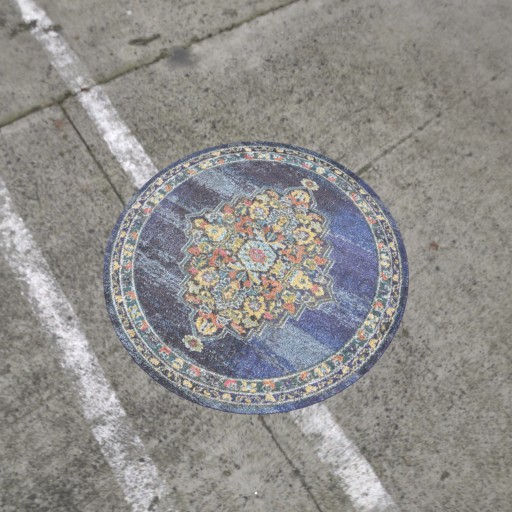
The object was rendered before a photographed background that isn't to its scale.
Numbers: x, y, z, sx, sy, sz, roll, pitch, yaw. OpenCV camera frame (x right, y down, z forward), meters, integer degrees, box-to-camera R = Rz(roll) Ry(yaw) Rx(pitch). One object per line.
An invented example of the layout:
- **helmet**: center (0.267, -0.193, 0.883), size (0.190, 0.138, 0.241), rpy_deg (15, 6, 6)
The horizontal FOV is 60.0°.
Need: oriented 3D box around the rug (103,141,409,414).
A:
- **rug**: center (0.000, 0.000, 2.335), size (1.591, 0.010, 1.591), rpy_deg (0, 62, 0)
